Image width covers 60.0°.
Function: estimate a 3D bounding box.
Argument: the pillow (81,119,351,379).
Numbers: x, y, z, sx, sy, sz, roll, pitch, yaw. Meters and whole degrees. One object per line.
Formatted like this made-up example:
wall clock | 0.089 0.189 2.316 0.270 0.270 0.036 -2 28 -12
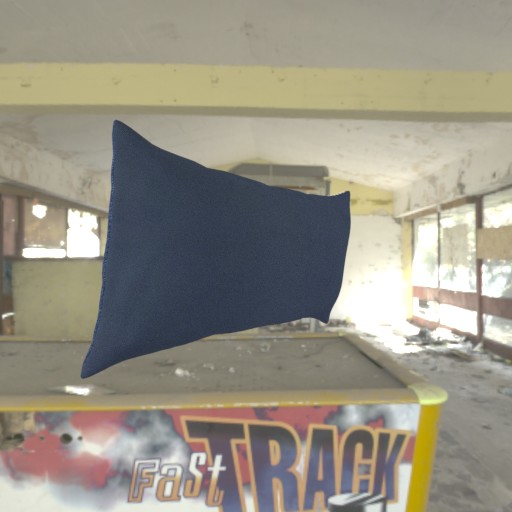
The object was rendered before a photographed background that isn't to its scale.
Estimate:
pillow | 0.000 0.000 0.736 0.156 0.292 0.608 -1 -1 36
